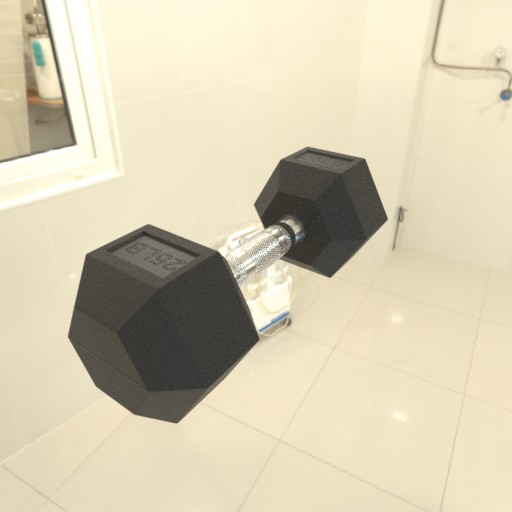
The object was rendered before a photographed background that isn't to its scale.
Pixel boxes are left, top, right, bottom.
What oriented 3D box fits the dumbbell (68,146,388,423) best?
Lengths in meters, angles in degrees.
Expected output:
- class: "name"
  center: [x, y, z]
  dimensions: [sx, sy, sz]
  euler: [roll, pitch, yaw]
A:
- class: "dumbbell"
  center: [0.000, 0.000, 0.382]
  dimensions: [0.129, 0.113, 0.315]
  euler: [21, 37, 30]
